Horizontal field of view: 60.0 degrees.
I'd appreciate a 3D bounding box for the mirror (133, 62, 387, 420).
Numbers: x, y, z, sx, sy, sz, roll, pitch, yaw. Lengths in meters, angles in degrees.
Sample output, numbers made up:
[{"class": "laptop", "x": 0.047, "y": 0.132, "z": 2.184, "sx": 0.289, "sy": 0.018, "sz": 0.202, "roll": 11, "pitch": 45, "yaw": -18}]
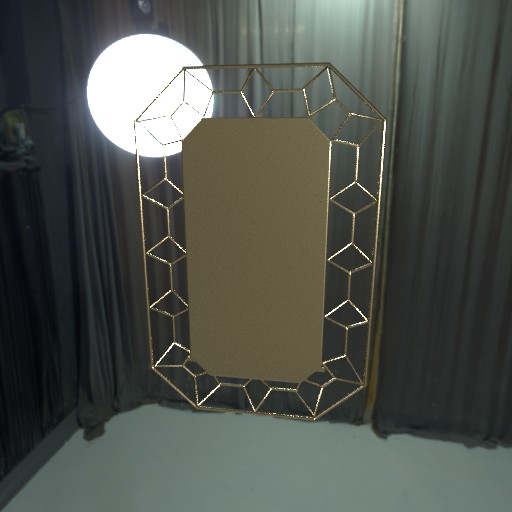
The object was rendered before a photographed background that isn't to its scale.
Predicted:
[{"class": "mirror", "x": 0.000, "y": 0.000, "z": 1.092, "sx": 0.572, "sy": 0.870, "sz": 0.051, "roll": 2, "pitch": 16, "yaw": 9}]
